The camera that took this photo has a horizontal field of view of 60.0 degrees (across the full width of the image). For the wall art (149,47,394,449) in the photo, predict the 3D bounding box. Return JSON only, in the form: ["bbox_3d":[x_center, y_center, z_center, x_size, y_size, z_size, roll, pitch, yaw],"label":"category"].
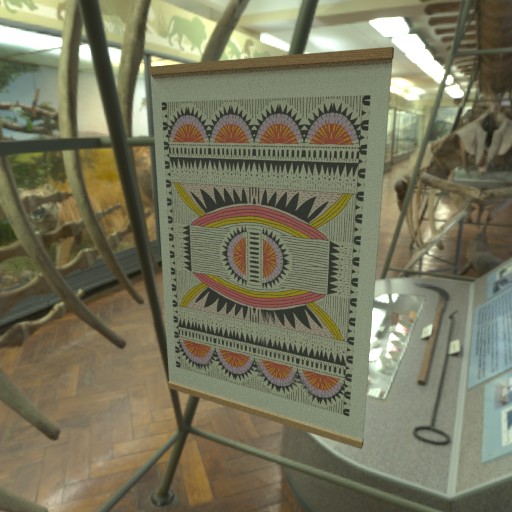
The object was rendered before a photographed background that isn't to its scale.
[{"bbox_3d":[0.000,0.000,1.863,0.999,1.533,0.028,8,18,26],"label":"wall art"}]
